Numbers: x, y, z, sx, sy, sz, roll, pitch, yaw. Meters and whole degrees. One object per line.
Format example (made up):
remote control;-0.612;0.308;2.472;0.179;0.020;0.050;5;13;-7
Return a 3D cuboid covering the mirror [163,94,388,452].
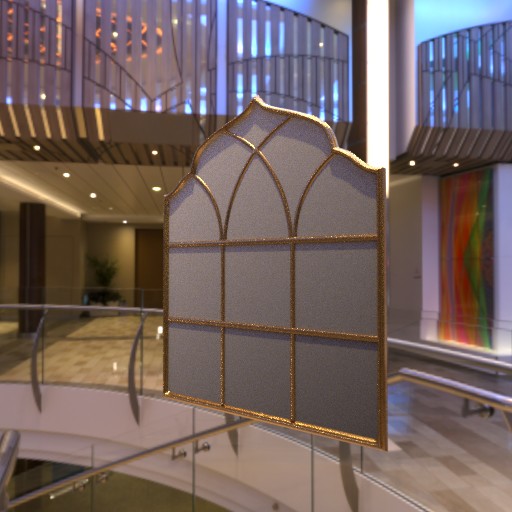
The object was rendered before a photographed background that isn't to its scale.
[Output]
mirror;0.000;0.000;0.863;0.513;0.635;0.018;-1;-1;35
